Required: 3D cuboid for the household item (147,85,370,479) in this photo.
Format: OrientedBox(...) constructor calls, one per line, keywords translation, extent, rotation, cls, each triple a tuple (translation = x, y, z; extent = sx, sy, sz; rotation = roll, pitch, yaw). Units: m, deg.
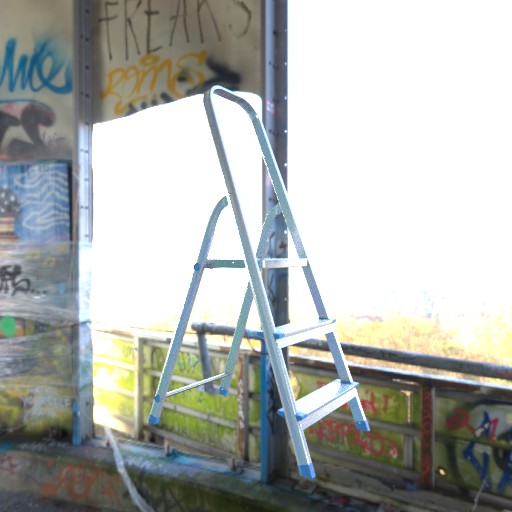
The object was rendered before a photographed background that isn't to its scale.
OrientedBox(translation=(0.000, 0.000, 1.577), extent=(0.687, 1.215, 0.420), rotation=(0, 1, 36), cls="household item")
